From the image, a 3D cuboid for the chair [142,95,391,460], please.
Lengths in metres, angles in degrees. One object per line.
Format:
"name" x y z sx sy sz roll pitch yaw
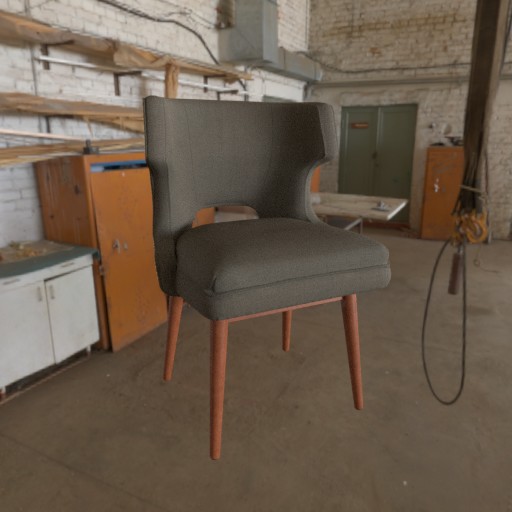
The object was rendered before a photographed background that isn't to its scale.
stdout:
"chair" 0.000 0.000 1.246 0.595 0.863 0.581 -8 17 -26
